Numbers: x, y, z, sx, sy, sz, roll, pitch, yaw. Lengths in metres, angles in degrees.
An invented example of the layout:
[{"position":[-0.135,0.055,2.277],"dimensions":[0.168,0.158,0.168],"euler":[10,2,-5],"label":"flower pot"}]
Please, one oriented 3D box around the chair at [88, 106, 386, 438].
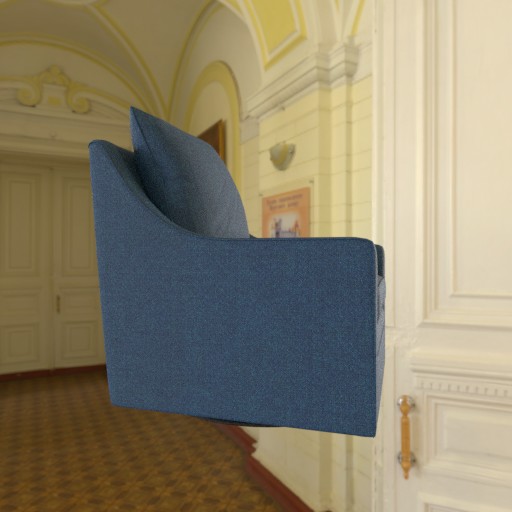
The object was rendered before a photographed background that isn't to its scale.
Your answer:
[{"position":[0.000,0.000,1.565],"dimensions":[0.870,0.939,0.750],"euler":[0,0,18],"label":"chair"}]
